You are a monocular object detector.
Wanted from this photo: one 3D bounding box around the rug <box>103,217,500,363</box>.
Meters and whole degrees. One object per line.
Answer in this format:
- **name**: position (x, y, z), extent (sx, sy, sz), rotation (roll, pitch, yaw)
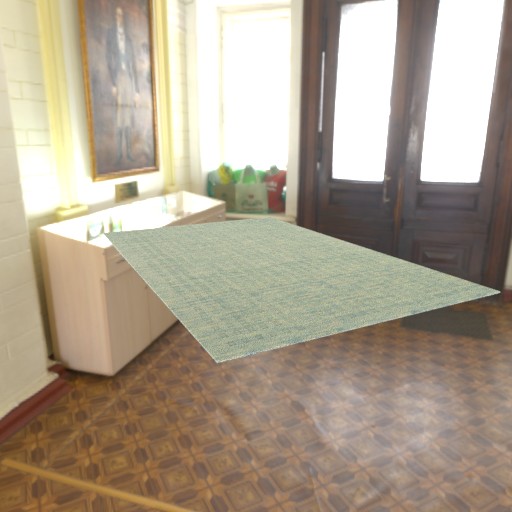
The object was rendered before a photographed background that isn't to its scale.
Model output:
- **rug**: position (0.000, 0.000, 2.148), extent (1.142, 0.006, 1.752), rotation (-8, 17, -27)
